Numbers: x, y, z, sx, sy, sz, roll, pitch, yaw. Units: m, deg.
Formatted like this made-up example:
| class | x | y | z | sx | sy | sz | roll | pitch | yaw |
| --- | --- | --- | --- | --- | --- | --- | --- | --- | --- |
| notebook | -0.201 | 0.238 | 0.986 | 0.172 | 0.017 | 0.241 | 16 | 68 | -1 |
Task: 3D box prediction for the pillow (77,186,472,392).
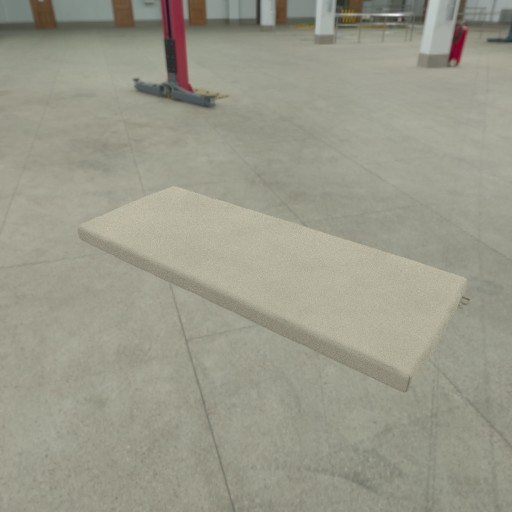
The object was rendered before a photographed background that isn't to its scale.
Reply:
| class | x | y | z | sx | sy | sz | roll | pitch | yaw |
| --- | --- | --- | --- | --- | --- | --- | --- | --- | --- |
| pillow | 0.000 | 0.000 | 1.371 | 1.187 | 0.081 | 0.492 | 21 | 36 | 31 |
